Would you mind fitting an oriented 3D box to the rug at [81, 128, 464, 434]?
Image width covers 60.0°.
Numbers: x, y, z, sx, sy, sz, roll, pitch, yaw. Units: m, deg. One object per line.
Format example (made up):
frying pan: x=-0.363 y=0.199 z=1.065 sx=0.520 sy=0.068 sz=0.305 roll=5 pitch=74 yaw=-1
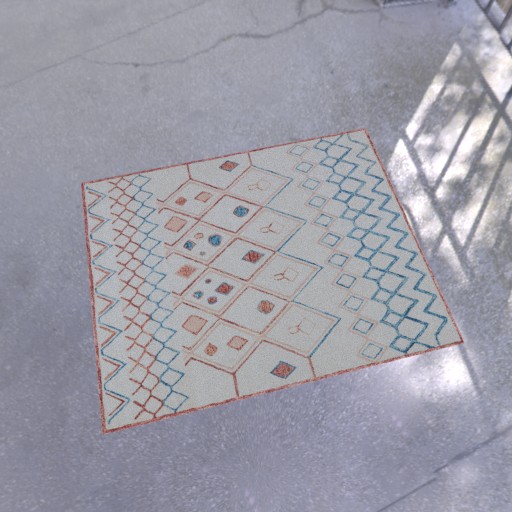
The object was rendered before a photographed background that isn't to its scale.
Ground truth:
rug: x=0.000 y=0.000 z=4.127 sx=3.050 sy=0.016 sz=2.441 roll=-12 pitch=64 yaw=-6
